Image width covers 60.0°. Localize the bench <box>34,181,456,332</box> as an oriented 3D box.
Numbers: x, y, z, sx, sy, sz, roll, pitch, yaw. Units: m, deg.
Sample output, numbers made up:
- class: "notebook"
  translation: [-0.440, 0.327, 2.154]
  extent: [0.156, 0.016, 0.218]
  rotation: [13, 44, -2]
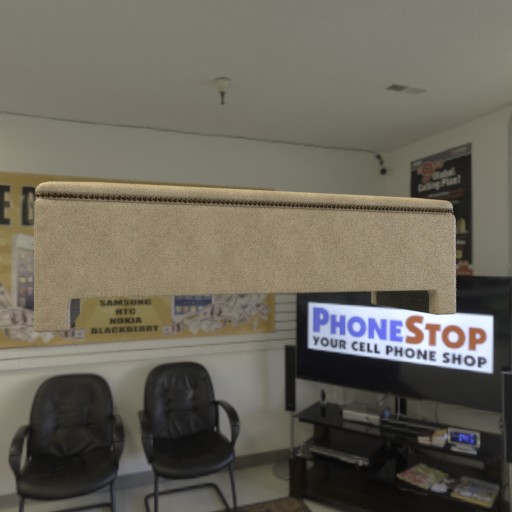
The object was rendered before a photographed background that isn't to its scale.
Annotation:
- class: "bench"
  translation: [0.000, 0.000, 1.697]
  extent: [1.482, 0.447, 0.470]
  rotation: [0, -1, -17]
